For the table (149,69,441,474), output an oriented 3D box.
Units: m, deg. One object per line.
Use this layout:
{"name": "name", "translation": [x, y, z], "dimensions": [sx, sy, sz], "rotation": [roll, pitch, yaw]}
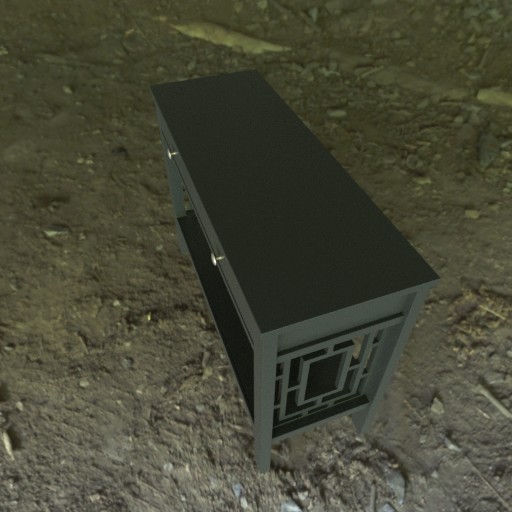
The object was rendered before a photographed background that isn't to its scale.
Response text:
{"name": "table", "translation": [0.000, 0.000, 1.459], "dimensions": [0.397, 0.753, 1.068], "rotation": [-15, 47, -14]}
